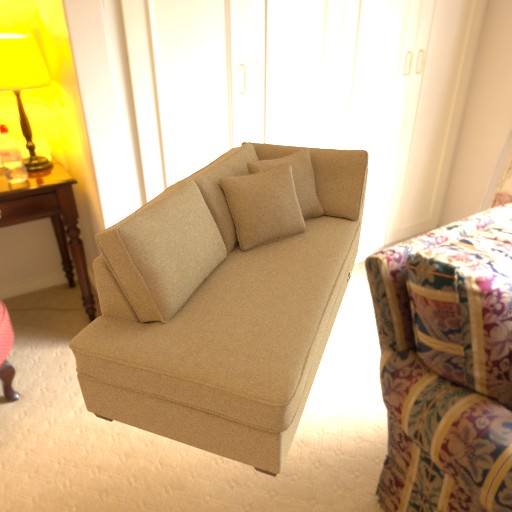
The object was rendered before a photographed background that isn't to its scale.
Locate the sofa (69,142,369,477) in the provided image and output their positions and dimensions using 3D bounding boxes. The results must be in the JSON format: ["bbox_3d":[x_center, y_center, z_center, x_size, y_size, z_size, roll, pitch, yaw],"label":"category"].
[{"bbox_3d":[0.000,0.000,2.812,1.110,1.033,2.237,10,31,18],"label":"sofa"}]
